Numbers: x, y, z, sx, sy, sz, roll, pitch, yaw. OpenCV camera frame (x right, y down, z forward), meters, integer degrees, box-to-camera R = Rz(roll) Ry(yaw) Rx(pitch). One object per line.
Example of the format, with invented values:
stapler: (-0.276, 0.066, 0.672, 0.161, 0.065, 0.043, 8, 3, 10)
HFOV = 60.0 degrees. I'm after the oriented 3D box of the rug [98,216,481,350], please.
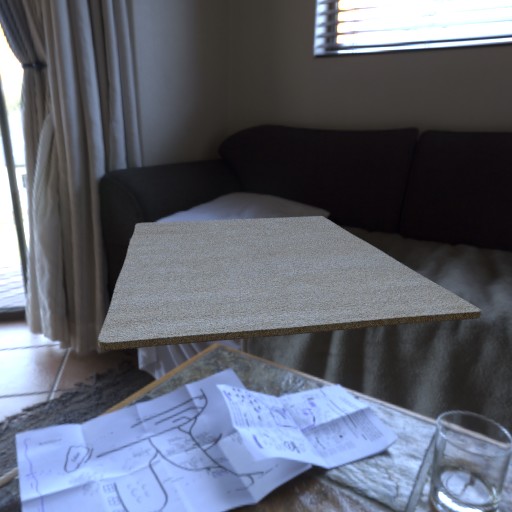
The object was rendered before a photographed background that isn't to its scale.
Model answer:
rug: (0.000, 0.000, 2.081, 1.199, 0.025, 1.600, -3, 17, -10)
